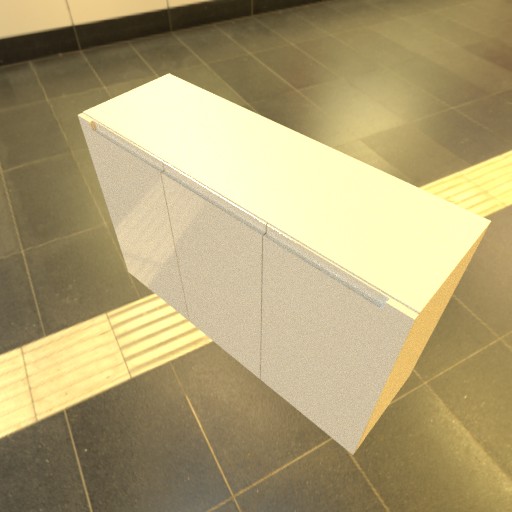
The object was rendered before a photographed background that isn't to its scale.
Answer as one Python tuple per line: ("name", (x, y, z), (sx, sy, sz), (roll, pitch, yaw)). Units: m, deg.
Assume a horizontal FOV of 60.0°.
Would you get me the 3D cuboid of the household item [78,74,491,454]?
("household item", (0.000, 0.000, 1.683), (1.300, 0.867, 0.420), (33, 55, 27))
